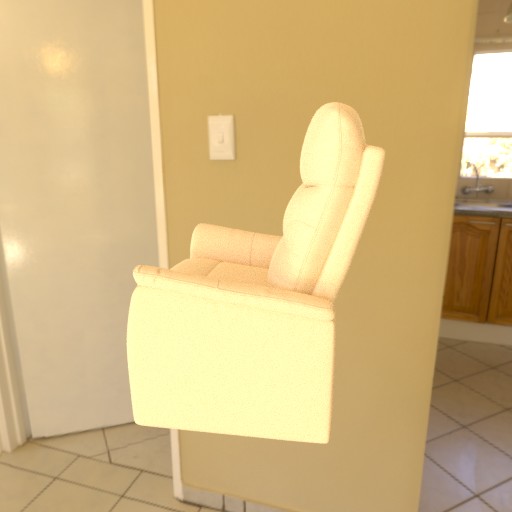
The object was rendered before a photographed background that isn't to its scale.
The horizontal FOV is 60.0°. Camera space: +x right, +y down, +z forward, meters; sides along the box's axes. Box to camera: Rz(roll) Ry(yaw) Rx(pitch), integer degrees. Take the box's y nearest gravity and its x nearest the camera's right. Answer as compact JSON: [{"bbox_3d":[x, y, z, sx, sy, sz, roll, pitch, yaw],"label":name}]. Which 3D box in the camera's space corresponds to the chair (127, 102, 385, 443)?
[{"bbox_3d":[0.000,0.000,1.676,0.831,1.082,0.775,2,15,9],"label":"chair"}]
